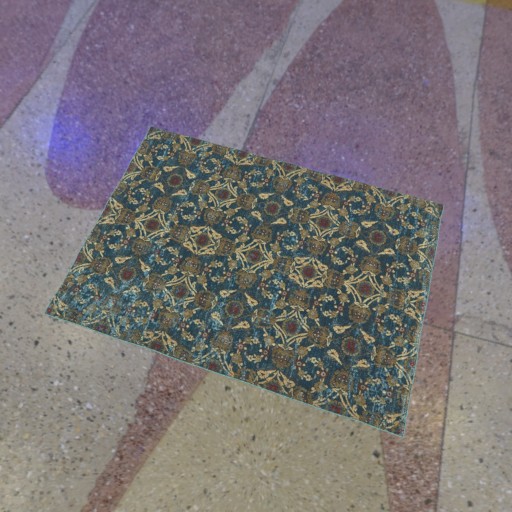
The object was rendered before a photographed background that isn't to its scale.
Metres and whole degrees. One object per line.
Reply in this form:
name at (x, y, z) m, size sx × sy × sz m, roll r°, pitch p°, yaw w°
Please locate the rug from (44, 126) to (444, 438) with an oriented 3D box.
rug at (0.000, 0.000, 2.873) m, size 2.207 × 0.014 × 1.567 m, roll 17°, pitch 65°, yaw 8°
